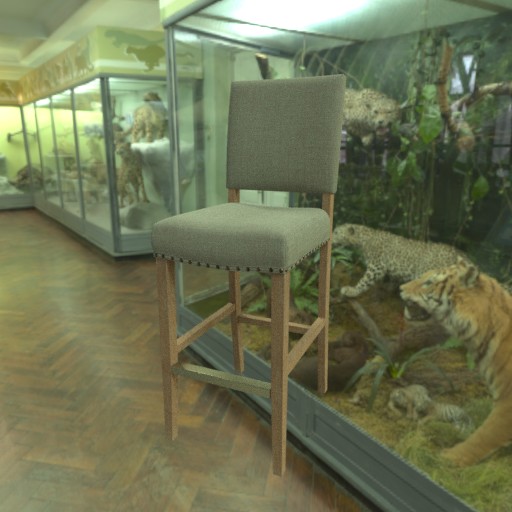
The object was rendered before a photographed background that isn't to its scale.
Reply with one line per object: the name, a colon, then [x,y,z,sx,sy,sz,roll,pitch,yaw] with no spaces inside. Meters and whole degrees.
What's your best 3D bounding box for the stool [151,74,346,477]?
stool: [0.000,0.000,1.523,0.445,1.203,0.585,7,16,24]
